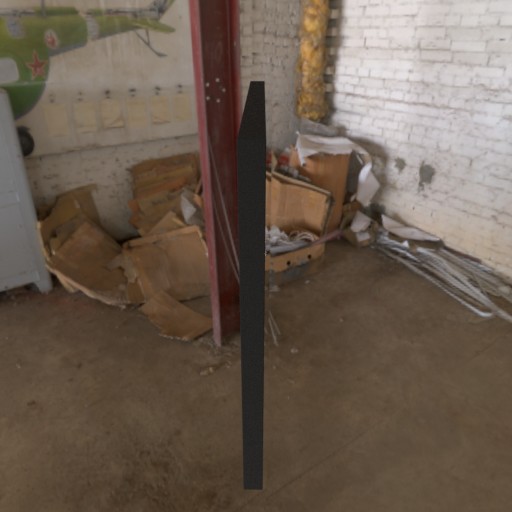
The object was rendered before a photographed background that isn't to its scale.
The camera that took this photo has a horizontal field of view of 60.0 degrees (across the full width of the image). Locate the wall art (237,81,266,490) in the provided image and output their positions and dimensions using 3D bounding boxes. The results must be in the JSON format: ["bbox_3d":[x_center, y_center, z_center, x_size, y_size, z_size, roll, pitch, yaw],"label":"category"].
[{"bbox_3d":[0.000,0.000,1.131,0.044,0.758,0.758,0,27,1],"label":"wall art"}]
